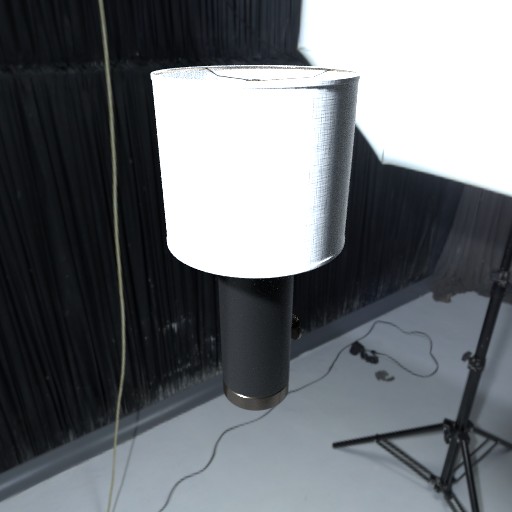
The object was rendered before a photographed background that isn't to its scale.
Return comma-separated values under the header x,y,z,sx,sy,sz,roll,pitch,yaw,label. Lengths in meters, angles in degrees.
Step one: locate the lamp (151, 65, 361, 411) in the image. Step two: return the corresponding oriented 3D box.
x,y,z,sx,sy,sz,roll,pitch,yaw,label
0.000,0.000,0.627,0.240,0.482,0.241,-17,31,-31,lamp
